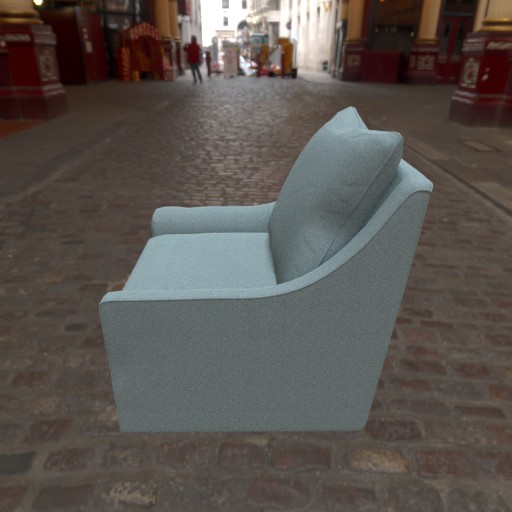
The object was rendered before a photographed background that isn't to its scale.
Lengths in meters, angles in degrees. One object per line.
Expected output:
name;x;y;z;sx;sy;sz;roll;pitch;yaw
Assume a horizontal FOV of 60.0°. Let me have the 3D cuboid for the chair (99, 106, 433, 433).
chair;0.000;0.000;1.541;0.870;0.926;0.760;0;25;0
